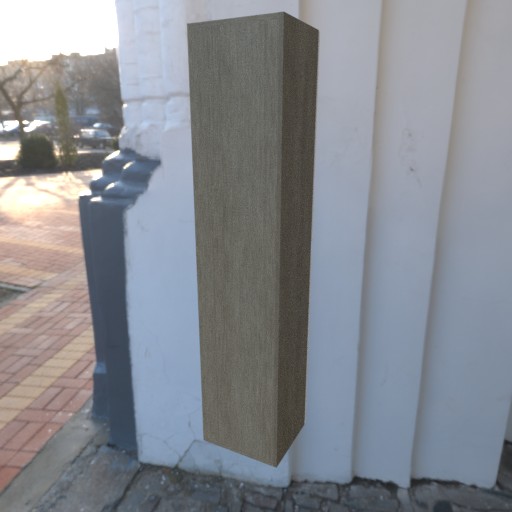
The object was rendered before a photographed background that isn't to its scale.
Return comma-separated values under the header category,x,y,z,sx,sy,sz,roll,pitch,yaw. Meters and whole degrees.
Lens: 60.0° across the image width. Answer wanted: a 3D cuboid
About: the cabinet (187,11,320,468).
category,x,y,z,sx,sy,sz,roll,pitch,yaw
cabinet,0.000,0.000,1.500,0.300,1.400,0.270,8,18,26
